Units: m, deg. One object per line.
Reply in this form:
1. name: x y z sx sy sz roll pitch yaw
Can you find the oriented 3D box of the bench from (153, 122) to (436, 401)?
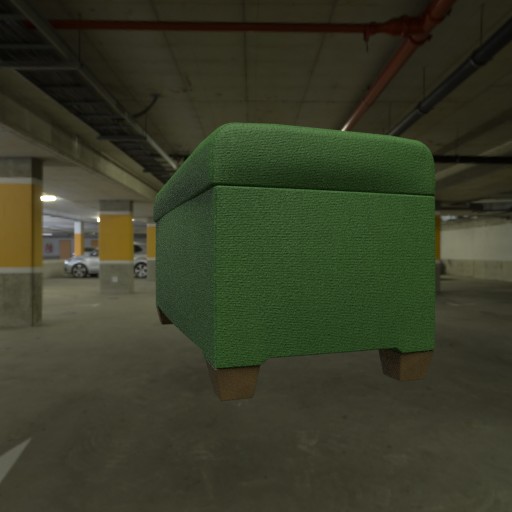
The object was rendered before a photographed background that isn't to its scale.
1. bench: 0.000 0.000 1.281 0.505 0.501 0.989 0 0 -19
